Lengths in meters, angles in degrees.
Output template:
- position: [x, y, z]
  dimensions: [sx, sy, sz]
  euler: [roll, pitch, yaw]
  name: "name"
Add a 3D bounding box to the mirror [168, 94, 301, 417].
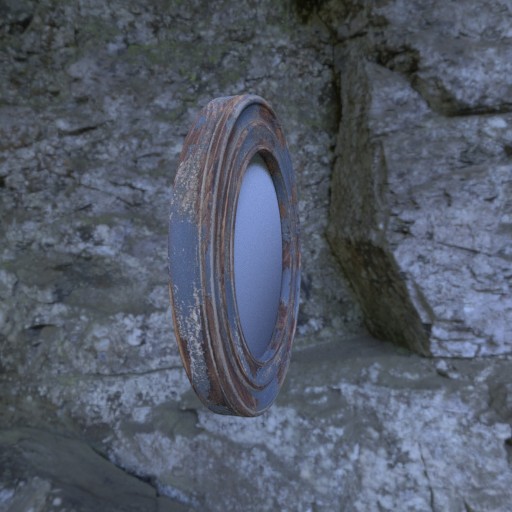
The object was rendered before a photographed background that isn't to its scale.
- position: [0.000, 0.000, 0.853]
  dimensions: [0.061, 0.585, 0.585]
  euler: [0, 0, 17]
  name: "mirror"
